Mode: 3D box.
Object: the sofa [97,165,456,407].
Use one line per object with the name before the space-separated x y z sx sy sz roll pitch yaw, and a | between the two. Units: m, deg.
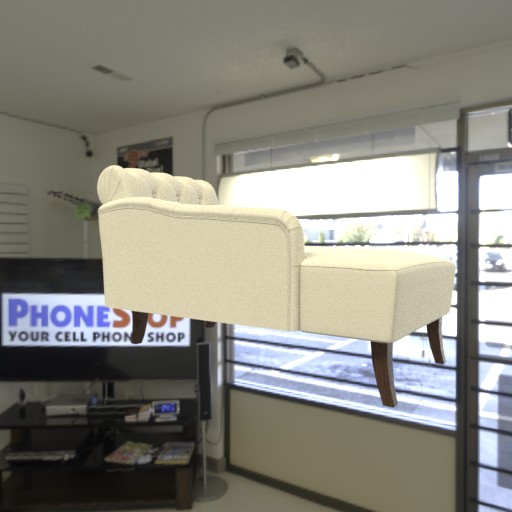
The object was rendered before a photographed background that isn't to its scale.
sofa | 0.000 0.000 1.795 1.379 0.787 0.675 1 2 36
